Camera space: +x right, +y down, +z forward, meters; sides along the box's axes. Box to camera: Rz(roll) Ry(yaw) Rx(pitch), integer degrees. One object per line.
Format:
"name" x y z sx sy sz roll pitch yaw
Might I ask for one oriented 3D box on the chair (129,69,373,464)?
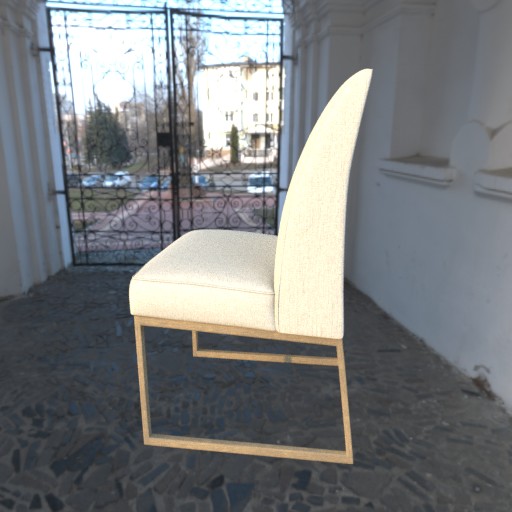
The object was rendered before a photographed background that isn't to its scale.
"chair" 0.000 0.000 1.180 0.522 0.863 0.508 2 16 7
